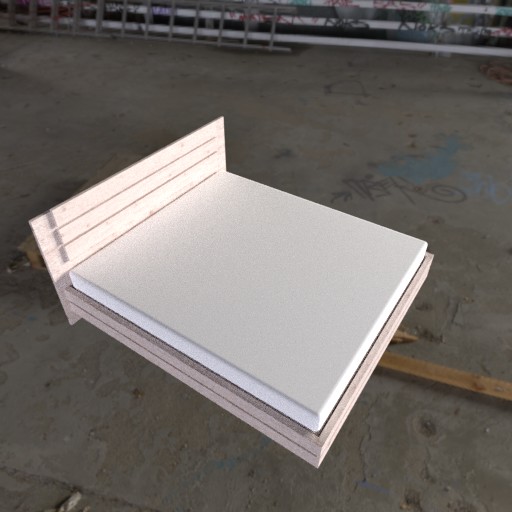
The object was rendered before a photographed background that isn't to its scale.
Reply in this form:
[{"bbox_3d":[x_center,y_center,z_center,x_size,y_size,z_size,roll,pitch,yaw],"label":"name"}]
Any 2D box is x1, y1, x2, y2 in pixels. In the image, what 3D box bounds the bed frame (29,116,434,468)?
[{"bbox_3d":[0.000,0.000,3.212,2.080,0.970,1.950,24,46,25],"label":"bed frame"}]
